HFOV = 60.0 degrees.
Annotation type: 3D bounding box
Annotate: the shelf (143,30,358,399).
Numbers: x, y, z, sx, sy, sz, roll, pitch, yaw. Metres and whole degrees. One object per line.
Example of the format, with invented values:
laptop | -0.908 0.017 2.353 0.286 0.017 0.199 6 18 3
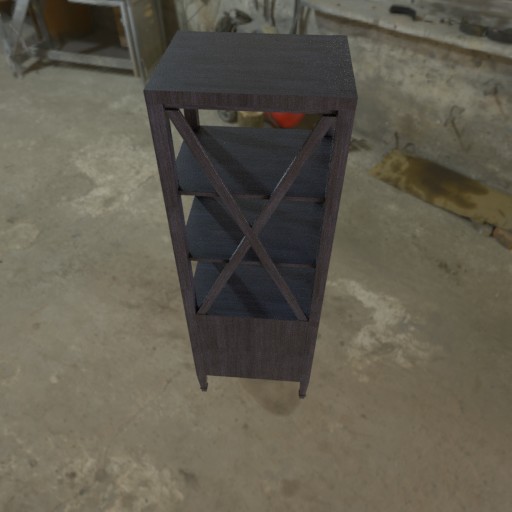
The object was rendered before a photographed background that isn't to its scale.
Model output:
shelf | 0.000 0.000 1.979 0.584 1.727 0.472 3 46 3
